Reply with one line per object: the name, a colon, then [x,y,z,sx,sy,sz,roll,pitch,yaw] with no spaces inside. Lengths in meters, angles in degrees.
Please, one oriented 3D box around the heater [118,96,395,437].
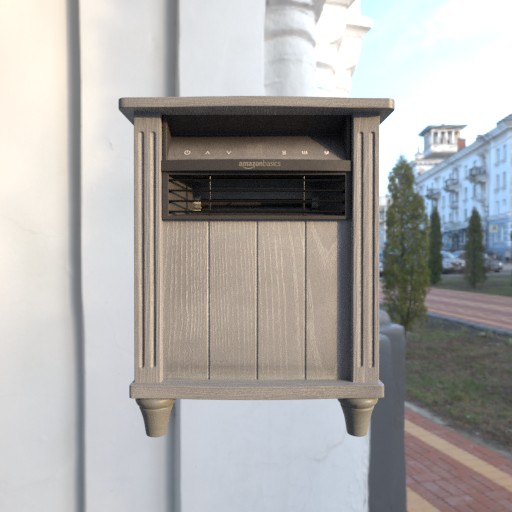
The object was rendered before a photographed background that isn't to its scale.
heater: [0.000,0.000,0.765,0.362,0.481,0.400,0,0,0]
